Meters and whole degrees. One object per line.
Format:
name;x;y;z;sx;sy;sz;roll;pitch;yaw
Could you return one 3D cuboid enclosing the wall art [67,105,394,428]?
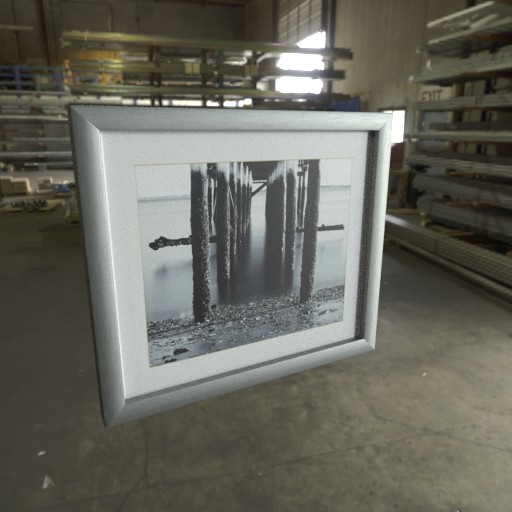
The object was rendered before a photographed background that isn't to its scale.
wall art;0.000;0.000;0.528;0.380;0.330;0.028;-8;18;-27
